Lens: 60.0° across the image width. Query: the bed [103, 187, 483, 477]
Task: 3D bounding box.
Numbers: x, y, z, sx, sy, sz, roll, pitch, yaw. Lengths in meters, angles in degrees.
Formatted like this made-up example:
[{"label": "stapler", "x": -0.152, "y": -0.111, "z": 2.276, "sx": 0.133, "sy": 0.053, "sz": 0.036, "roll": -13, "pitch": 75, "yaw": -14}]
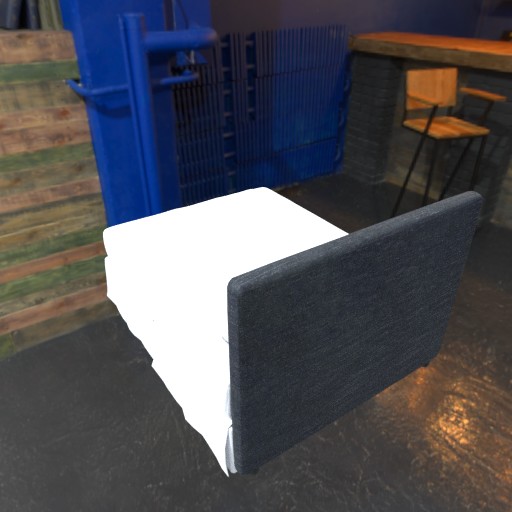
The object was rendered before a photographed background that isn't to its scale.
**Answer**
[{"label": "bed", "x": 0.000, "y": 0.000, "z": 3.175, "sx": 1.723, "sy": 1.330, "sz": 2.142, "roll": -19, "pitch": 36, "yaw": -28}]
